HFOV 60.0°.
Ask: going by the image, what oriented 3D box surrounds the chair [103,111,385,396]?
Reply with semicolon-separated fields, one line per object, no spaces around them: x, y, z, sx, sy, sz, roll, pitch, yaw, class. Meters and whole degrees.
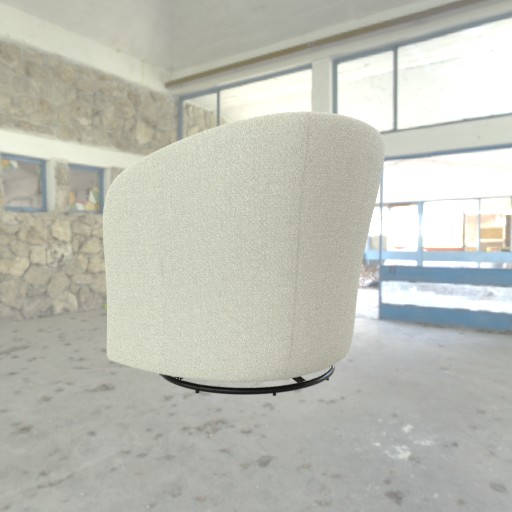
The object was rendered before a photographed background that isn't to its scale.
0.000;0.000;1.491;0.815;0.771;0.791;1;2;36;chair
